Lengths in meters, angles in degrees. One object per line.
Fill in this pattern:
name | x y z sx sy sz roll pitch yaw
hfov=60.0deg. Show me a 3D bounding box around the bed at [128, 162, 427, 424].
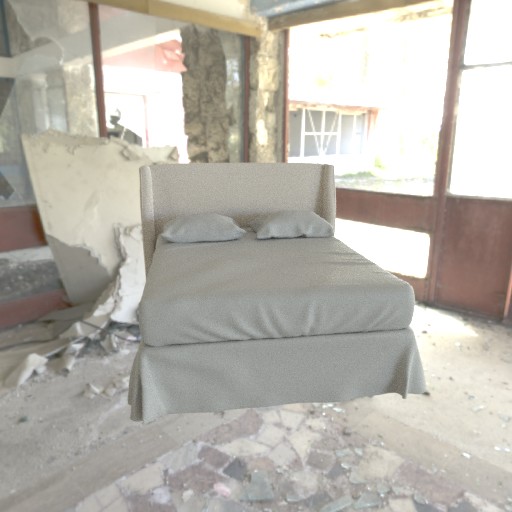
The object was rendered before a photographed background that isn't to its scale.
bed | 0.000 0.000 3.498 1.925 1.332 2.276 -2 15 -8
